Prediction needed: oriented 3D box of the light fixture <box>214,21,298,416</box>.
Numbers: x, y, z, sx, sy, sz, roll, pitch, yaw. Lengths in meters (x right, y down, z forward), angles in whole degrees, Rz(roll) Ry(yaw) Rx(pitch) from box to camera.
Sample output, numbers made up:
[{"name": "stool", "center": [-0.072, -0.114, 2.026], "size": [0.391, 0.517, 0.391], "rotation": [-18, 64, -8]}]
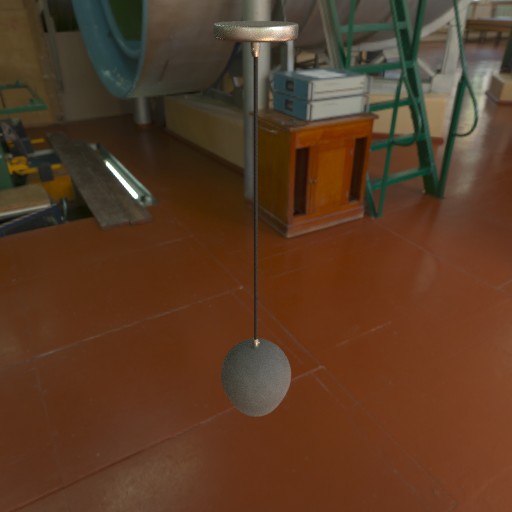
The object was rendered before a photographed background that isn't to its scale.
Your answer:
[{"name": "light fixture", "center": [0.000, 0.000, 0.817], "size": [0.153, 0.760, 0.153], "rotation": [2, 31, 3]}]
